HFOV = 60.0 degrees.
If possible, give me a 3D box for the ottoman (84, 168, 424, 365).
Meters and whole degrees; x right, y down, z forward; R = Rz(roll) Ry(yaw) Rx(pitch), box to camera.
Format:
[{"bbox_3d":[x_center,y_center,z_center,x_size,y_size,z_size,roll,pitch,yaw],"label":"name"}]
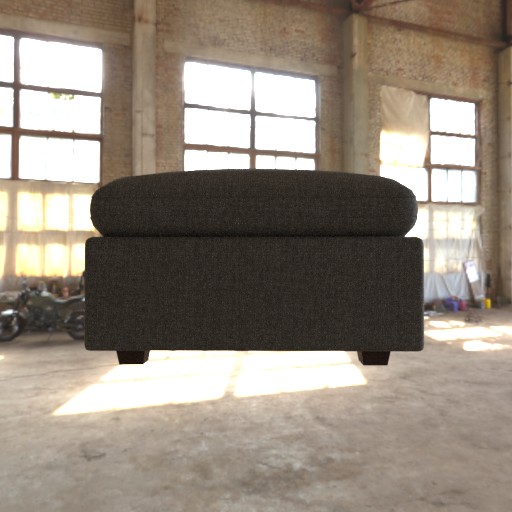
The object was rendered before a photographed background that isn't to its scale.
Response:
[{"bbox_3d":[0.000,0.000,1.433,0.711,0.483,1.041,0,0,1],"label":"ottoman"}]
